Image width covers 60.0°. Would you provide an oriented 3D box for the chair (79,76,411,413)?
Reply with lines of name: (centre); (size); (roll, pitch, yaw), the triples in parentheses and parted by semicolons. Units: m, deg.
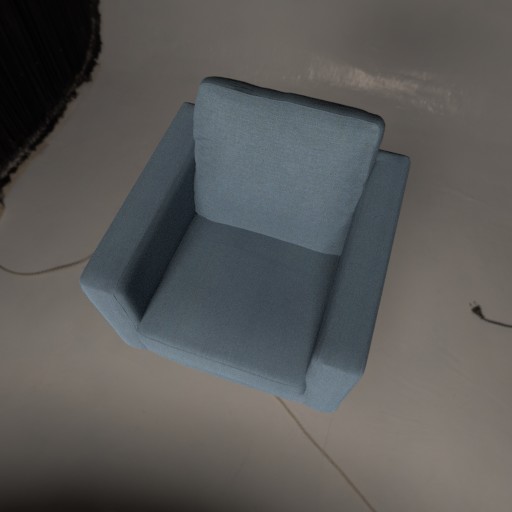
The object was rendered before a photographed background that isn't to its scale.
chair: (0.000, 0.000, 1.581); (0.855, 0.922, 0.820); (17, 62, 9)
